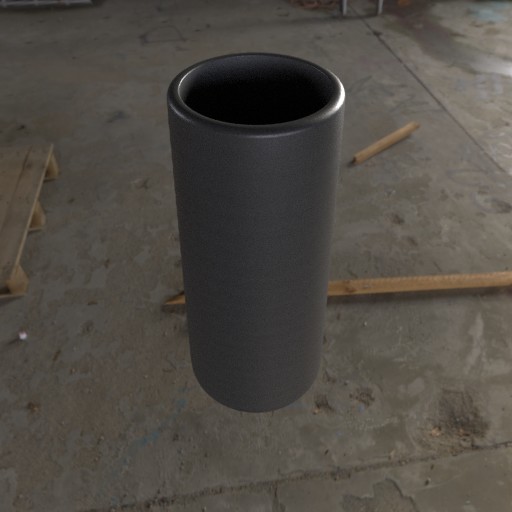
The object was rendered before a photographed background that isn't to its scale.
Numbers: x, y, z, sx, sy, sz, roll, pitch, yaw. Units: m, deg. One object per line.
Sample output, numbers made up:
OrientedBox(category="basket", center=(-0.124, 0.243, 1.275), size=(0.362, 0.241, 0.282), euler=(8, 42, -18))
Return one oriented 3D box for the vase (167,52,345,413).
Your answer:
OrientedBox(category="vase", center=(0.000, 0.000, 0.366), size=(0.136, 0.289, 0.136), euler=(8, 46, 8))
